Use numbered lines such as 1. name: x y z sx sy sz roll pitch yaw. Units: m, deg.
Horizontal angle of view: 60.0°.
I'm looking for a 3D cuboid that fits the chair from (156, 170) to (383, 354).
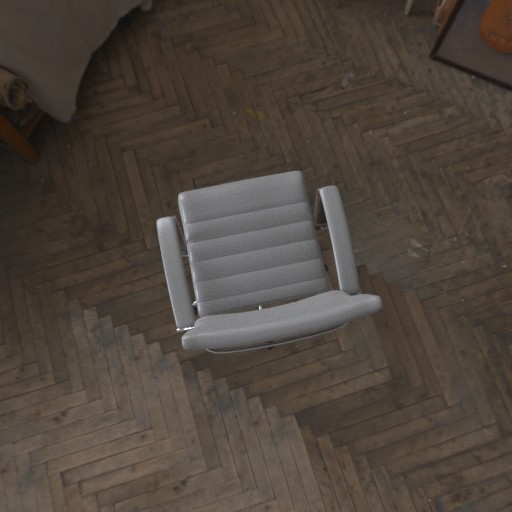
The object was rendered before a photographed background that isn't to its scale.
1. chair: 0.000 0.000 1.577 0.679 1.149 0.667 -11 76 -3
